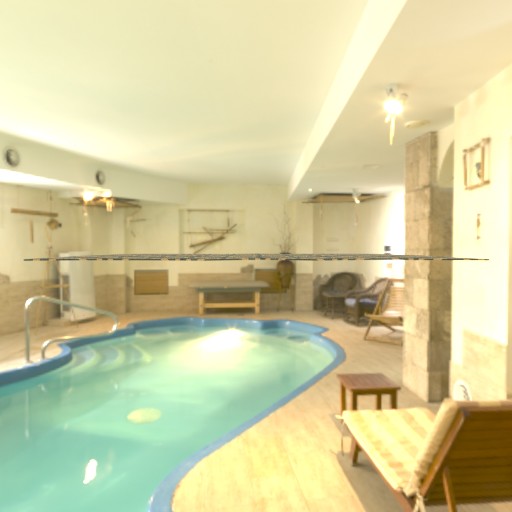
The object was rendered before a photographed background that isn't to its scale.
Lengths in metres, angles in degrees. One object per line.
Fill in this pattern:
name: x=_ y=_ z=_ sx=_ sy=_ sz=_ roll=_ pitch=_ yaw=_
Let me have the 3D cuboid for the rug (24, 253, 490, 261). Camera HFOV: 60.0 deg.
rug: x=0.000 y=0.000 z=2.759 sx=2.135 sy=0.013 sz=1.524 roll=0 pitch=1 yaw=-1
